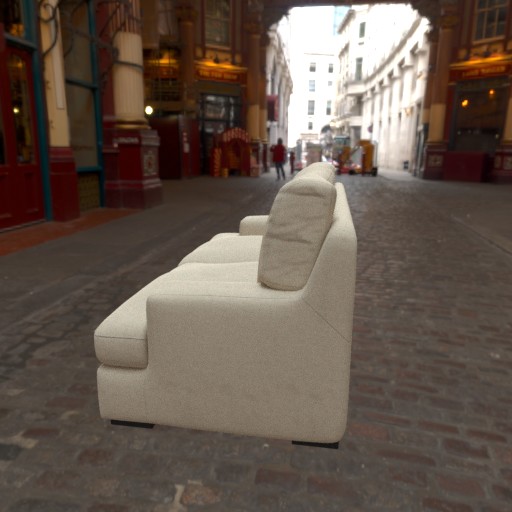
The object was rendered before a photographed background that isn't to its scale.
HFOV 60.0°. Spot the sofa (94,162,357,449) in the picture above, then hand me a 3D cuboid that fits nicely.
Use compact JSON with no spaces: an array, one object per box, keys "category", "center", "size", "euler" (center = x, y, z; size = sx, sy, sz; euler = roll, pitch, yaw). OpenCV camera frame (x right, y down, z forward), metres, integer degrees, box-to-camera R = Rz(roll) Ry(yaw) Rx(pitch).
[{"category":"sofa","center":[0.000,0.000,2.415],"size":[0.962,0.967,1.885],"euler":[2,14,9]}]
